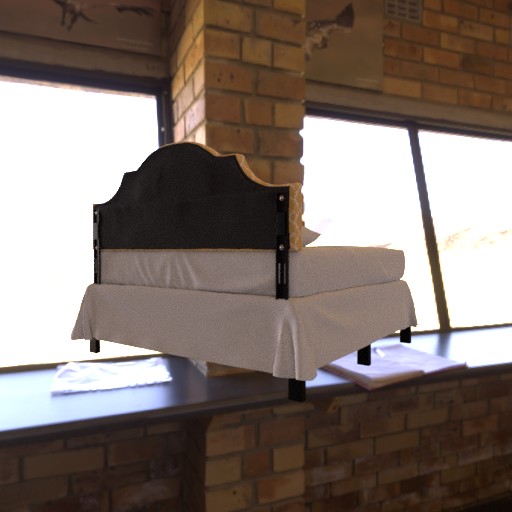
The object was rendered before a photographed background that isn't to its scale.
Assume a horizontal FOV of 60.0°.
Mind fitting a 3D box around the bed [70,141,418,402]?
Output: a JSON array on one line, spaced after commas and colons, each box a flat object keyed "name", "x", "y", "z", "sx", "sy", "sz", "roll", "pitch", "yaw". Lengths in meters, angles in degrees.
[{"name": "bed", "x": 0.000, "y": 0.000, "z": 3.871, "sx": 2.314, "sy": 1.601, "sz": 2.222, "roll": 1, "pitch": 1, "yaw": 36}]
